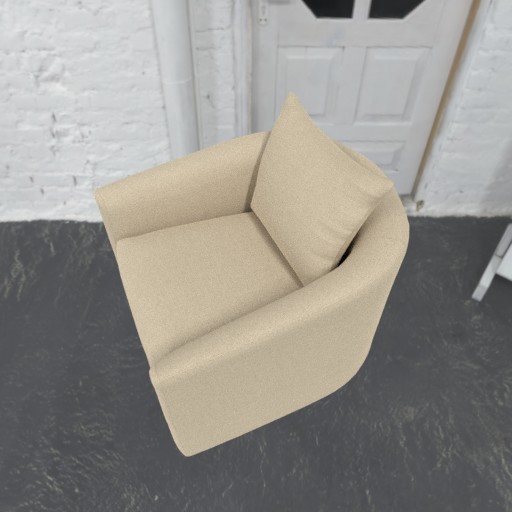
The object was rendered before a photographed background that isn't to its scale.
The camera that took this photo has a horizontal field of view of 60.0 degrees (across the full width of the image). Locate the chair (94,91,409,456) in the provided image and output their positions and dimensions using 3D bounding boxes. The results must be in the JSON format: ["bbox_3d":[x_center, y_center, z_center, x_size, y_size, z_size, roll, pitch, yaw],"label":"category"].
[{"bbox_3d":[0.000,0.000,1.549,0.910,0.848,0.845,-18,49,-16],"label":"chair"}]
